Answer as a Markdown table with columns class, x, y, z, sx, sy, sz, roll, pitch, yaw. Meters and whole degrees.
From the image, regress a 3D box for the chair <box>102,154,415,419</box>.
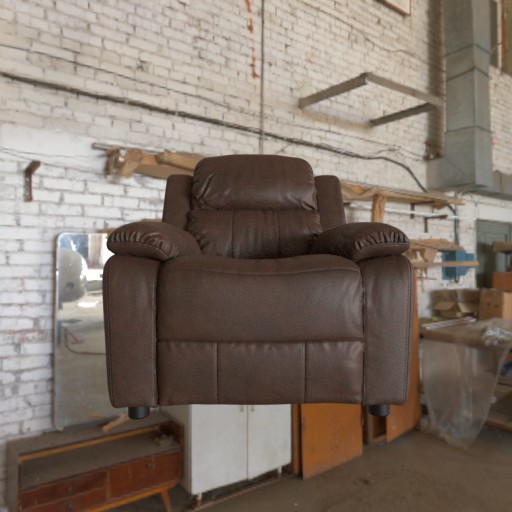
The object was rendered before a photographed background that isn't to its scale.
| class | x | y | z | sx | sy | sz | roll | pitch | yaw |
| --- | --- | --- | --- | --- | --- | --- | --- | --- | --- |
| chair | 0.000 | 0.000 | 1.248 | 0.680 | 0.702 | 0.707 | 0 | -1 | -2 |
